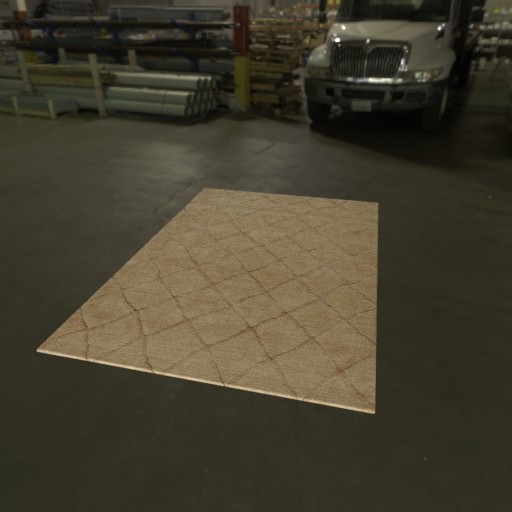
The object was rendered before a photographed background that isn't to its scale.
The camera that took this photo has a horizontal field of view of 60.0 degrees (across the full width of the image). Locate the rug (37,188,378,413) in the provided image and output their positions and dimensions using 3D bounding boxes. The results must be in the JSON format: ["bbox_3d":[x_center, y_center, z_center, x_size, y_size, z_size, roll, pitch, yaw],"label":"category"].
[{"bbox_3d":[0.000,0.000,2.872,1.528,0.014,2.292,7,29,12],"label":"rug"}]
